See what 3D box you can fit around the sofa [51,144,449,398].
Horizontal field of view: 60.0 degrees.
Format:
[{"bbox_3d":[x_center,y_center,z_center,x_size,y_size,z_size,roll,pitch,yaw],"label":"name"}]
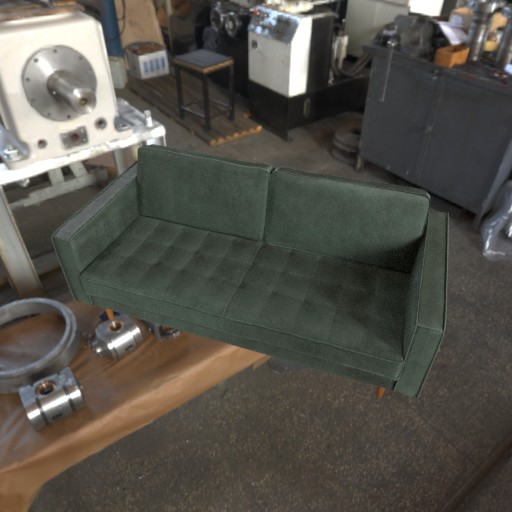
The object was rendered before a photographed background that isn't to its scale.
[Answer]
[{"bbox_3d":[0.000,0.000,2.299,1.816,0.781,0.886,13,41,15],"label":"sofa"}]
